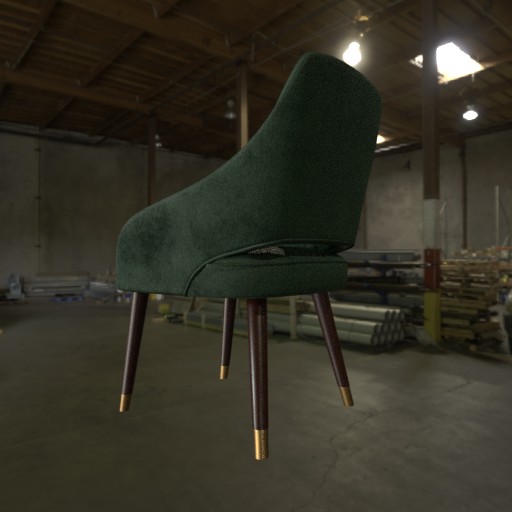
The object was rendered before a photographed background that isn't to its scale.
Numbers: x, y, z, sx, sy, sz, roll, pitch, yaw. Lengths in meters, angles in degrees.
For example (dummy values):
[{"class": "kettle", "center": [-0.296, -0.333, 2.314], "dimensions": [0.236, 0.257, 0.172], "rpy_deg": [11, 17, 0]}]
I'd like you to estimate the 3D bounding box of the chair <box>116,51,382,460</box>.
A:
[{"class": "chair", "center": [0.000, 0.000, 1.536], "dimensions": [0.794, 1.081, 0.683], "rpy_deg": [0, -1, 37]}]
